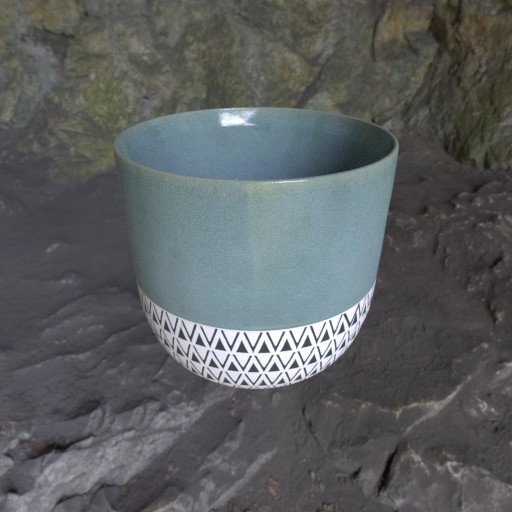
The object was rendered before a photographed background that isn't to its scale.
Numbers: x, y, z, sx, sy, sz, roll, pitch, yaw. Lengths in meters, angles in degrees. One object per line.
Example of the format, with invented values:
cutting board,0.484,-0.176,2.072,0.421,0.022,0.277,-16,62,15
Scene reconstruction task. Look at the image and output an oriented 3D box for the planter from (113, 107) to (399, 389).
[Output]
planter,0.000,0.000,0.493,0.266,0.270,0.266,0,29,0
